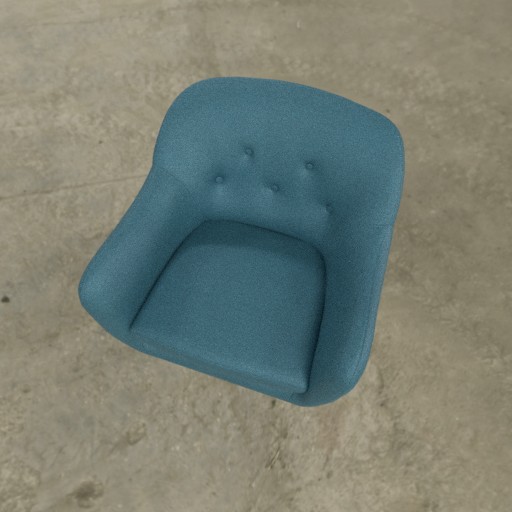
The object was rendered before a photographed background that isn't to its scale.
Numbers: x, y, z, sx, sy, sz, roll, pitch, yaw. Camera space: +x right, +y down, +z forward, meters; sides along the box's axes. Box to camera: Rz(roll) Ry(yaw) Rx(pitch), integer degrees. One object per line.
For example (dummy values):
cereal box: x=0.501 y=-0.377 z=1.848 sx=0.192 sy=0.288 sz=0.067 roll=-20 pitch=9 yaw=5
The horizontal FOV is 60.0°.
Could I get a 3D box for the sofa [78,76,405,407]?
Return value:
sofa: x=0.000 y=0.000 z=1.523 sx=0.836 sy=0.817 sz=0.825 roll=16 pitch=59 yaw=10
